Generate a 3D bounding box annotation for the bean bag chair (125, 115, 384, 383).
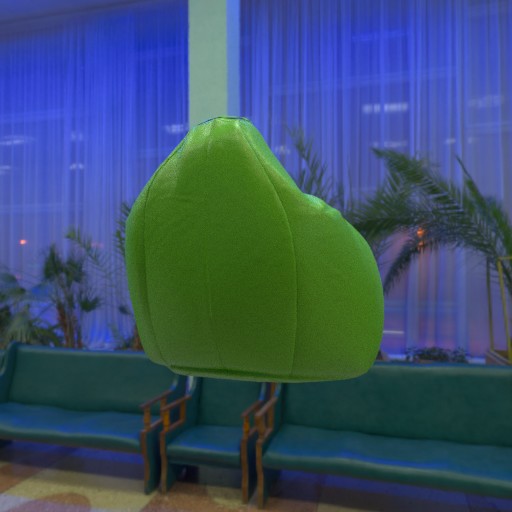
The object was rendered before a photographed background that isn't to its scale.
[{"bbox_3d":[0.000,0.000,1.932,1.070,0.990,1.070,0,-1,18],"label":"bean bag chair"}]
